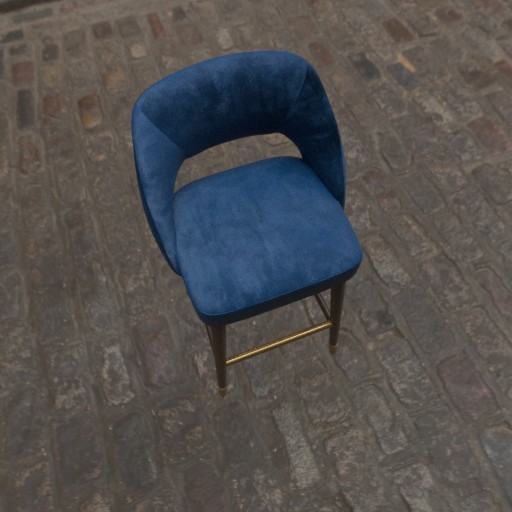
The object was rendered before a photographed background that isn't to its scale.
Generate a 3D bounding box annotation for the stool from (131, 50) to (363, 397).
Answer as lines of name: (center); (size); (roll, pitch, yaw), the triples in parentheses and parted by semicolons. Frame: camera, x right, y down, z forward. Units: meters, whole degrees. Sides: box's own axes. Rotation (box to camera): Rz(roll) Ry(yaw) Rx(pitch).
stool: (0.000, 0.000, 1.313); (0.514, 1.016, 0.515); (-19, 64, -9)
